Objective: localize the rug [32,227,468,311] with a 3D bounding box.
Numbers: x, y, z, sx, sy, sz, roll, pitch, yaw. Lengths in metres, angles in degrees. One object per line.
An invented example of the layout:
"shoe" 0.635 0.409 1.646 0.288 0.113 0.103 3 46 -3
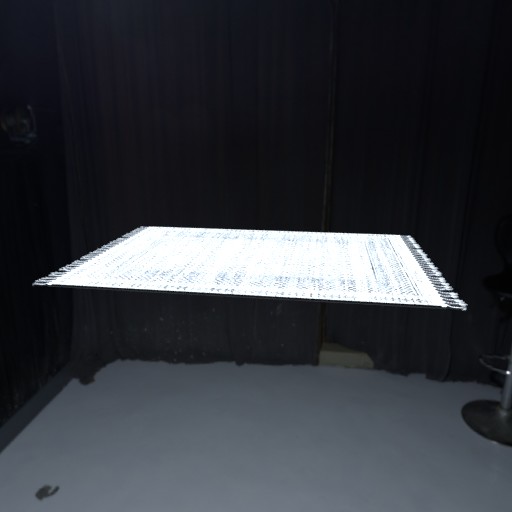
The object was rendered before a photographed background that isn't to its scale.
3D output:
"rug" 0.000 0.000 2.426 1.872 0.013 1.243 2 16 8
